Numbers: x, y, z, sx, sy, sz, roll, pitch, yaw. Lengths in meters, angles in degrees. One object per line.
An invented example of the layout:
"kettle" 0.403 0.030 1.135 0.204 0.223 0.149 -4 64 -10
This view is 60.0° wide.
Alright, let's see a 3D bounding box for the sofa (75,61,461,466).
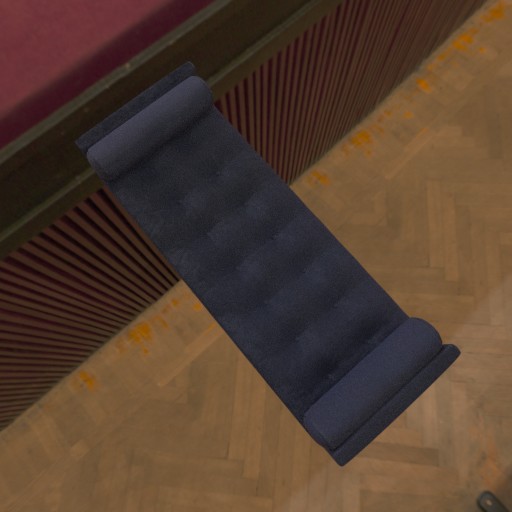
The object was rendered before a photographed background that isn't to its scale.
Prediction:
"sofa" 0.000 0.000 2.484 0.796 0.705 2.102 -39 79 -9
